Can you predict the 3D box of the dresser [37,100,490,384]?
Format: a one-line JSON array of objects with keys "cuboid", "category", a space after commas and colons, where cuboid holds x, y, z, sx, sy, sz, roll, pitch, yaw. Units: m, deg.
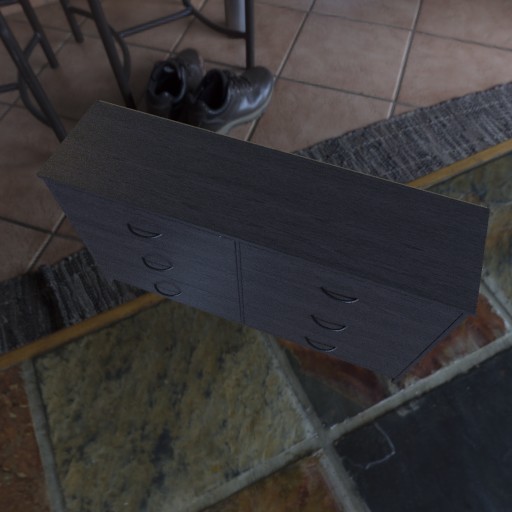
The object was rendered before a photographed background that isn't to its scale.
[{"cuboid": [0.000, 0.000, 1.689, 1.360, 0.755, 0.401, 18, 62, 10], "category": "dresser"}]
